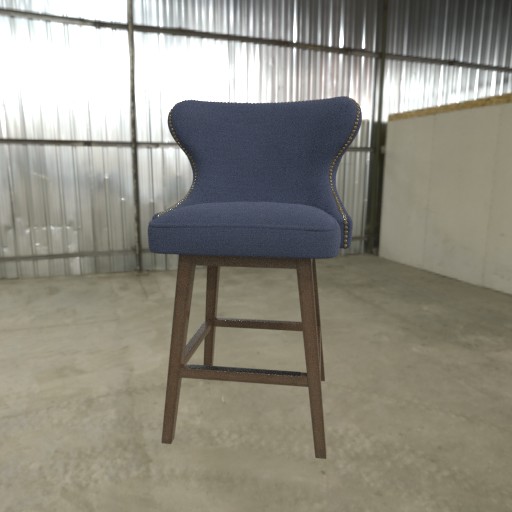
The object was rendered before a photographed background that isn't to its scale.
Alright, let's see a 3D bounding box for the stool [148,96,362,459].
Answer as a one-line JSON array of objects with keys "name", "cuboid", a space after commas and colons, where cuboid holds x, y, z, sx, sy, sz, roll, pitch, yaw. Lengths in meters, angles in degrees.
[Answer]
[{"name": "stool", "cuboid": [0.000, 0.000, 1.356, 0.615, 0.972, 0.597, 2, 12, 8]}]
